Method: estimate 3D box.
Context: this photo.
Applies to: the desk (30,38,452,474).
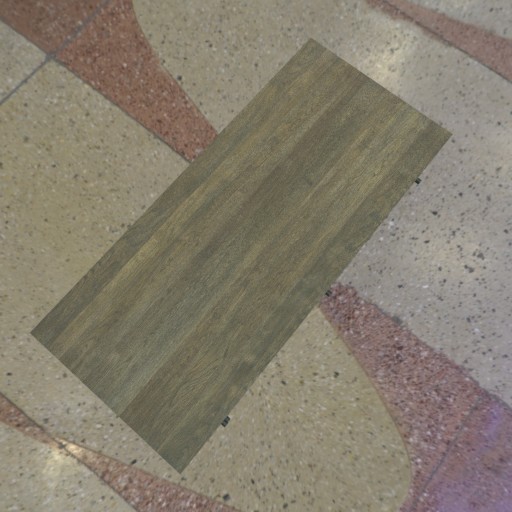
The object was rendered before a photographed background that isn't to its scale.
[{"bbox_3d":[0.000,0.000,2.026,0.730,0.780,1.600,39,78,9],"label":"desk"}]
